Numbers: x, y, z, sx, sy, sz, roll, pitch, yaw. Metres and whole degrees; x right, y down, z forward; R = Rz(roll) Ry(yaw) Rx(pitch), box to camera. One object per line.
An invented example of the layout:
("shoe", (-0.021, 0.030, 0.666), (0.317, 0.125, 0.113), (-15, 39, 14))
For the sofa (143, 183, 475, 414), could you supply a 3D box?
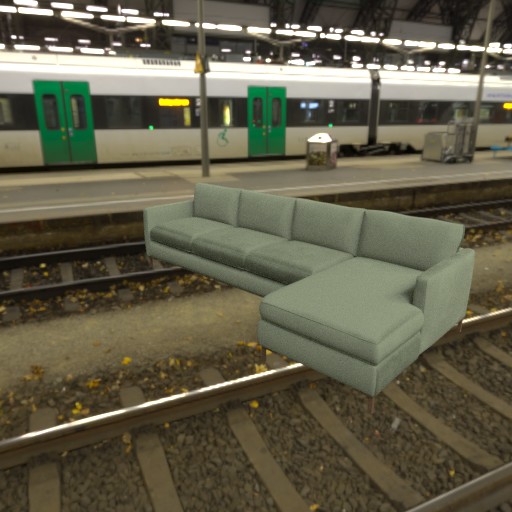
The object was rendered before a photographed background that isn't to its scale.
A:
("sofa", (0.000, 0.000, 3.310), (2.725, 0.756, 1.255), (16, 24, 41))
